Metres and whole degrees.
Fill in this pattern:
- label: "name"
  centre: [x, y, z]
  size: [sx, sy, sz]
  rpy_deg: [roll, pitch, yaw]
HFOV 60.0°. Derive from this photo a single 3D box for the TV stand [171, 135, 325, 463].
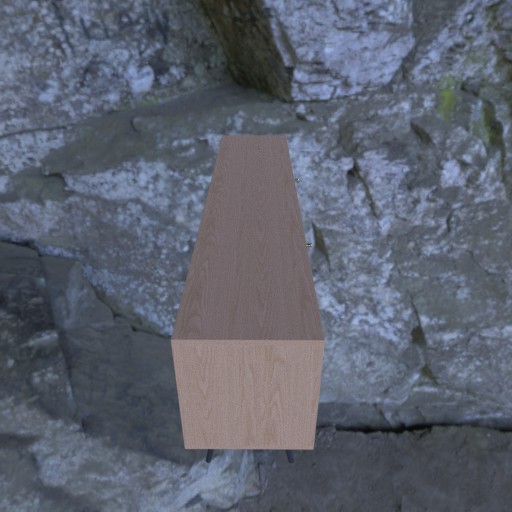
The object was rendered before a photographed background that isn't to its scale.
- label: "TV stand"
  centre: [0.000, 0.000, 1.968]
  size: [0.400, 0.580, 1.760]
  rpy_deg: [0, 31, 0]
